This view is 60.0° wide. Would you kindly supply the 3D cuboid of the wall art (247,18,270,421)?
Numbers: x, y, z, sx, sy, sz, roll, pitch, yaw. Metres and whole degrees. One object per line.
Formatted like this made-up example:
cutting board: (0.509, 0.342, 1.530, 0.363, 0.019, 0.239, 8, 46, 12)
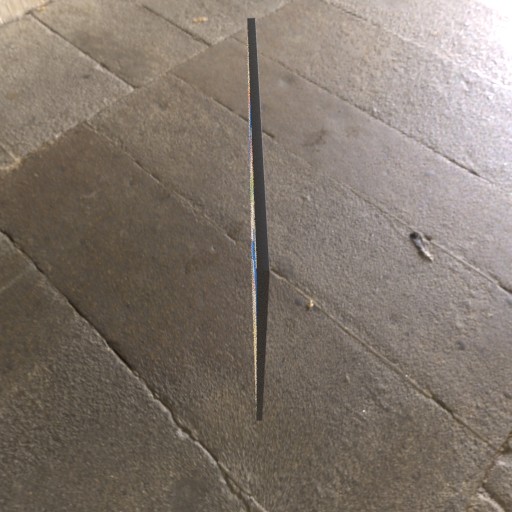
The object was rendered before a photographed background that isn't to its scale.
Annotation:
wall art: (0.000, 0.000, 0.841, 0.013, 0.657, 0.457, -2, 57, -1)
